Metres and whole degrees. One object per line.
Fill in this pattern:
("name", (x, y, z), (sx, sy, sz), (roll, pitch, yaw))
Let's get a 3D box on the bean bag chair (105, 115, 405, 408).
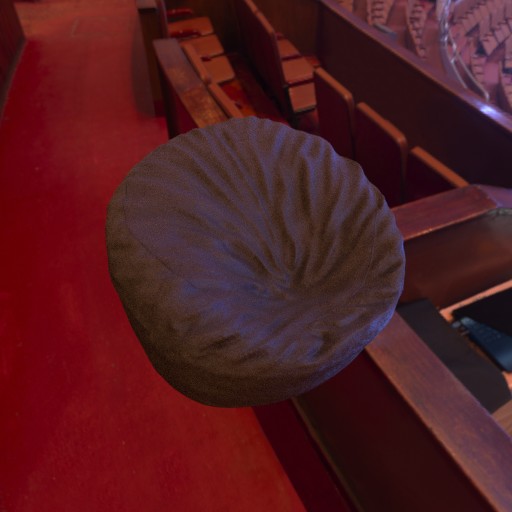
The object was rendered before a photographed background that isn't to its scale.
("bean bag chair", (0.000, 0.000, 2.006), (1.245, 0.821, 1.245), (0, 45, 0))
